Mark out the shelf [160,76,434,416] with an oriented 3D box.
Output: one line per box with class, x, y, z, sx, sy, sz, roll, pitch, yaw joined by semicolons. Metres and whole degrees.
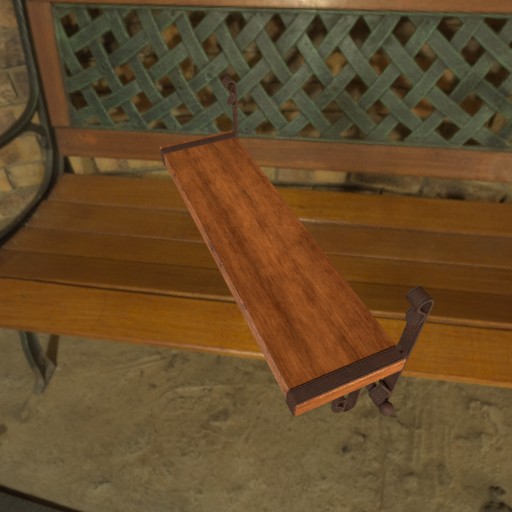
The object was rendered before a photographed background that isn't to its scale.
shelf;0.000;0.000;0.691;0.146;0.330;0.567;-18;49;-16
